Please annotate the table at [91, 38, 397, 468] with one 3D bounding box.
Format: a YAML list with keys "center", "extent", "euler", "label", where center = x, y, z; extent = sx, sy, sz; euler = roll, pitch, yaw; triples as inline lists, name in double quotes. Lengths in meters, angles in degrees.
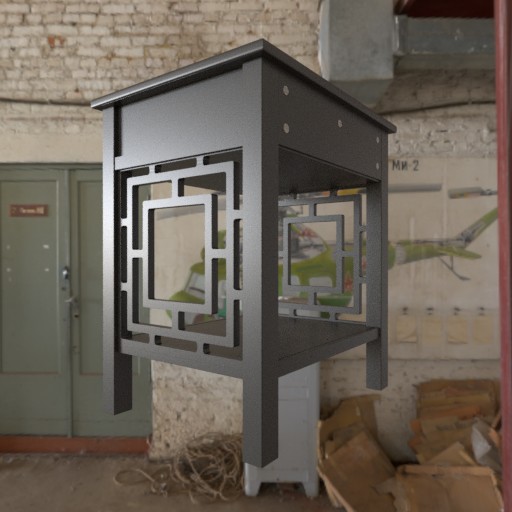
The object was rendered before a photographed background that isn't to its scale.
- center: [0.000, 0.000, 1.012]
  extent: [0.451, 0.646, 0.564]
  euler: [0, 0, 37]
  label: "table"
